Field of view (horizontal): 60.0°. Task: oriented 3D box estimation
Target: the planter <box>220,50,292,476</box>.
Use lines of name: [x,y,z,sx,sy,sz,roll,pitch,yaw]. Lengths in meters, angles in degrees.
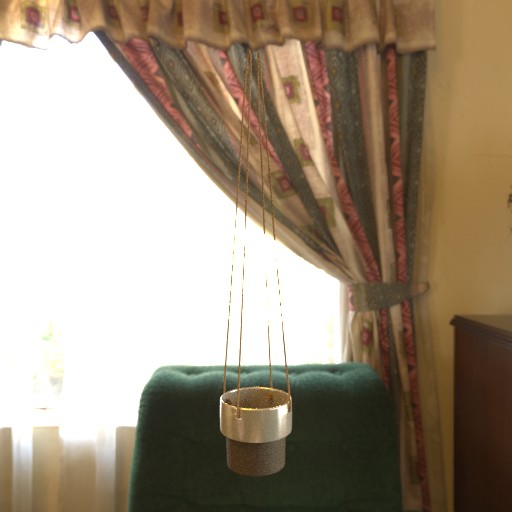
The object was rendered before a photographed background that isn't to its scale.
planter: [0.000,0.000,1.156,0.187,1.073,0.187,0,0,-18]
